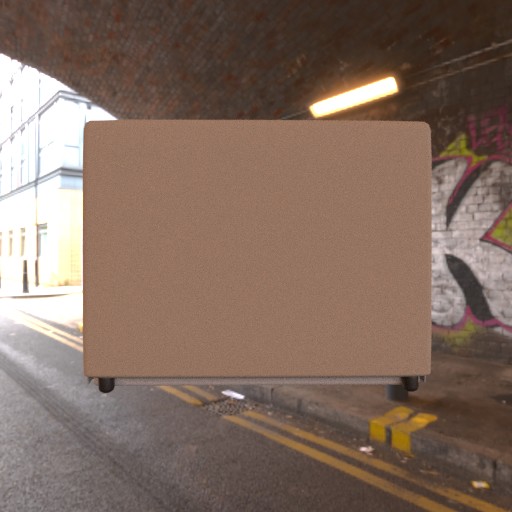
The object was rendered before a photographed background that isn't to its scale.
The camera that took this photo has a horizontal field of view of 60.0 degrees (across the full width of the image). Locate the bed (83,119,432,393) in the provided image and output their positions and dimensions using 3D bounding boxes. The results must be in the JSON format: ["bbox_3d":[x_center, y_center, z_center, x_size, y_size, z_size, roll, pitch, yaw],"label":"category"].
[{"bbox_3d":[0.000,0.000,3.177,1.748,1.330,2.142,0,0,-1],"label":"bed"}]
